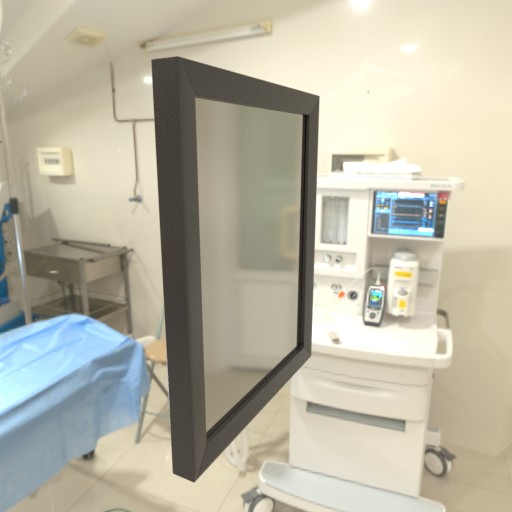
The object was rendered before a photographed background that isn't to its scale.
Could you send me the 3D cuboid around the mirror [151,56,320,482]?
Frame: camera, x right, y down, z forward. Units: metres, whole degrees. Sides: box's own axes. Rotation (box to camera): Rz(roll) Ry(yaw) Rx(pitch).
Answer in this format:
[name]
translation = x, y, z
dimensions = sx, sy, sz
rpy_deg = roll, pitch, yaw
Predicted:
[mirror]
translation = 0.000, 0.000, 0.690
dimensions = 0.041, 0.508, 0.405
rpy_deg = 7, 16, 28
